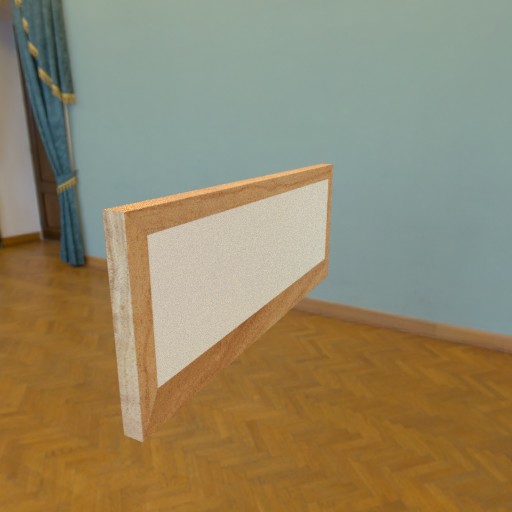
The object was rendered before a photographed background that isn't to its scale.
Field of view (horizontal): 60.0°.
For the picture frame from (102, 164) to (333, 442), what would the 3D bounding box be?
[{"bbox_3d":[0.000,0.000,0.671,0.045,0.234,0.582,8,18,26],"label":"picture frame"}]
